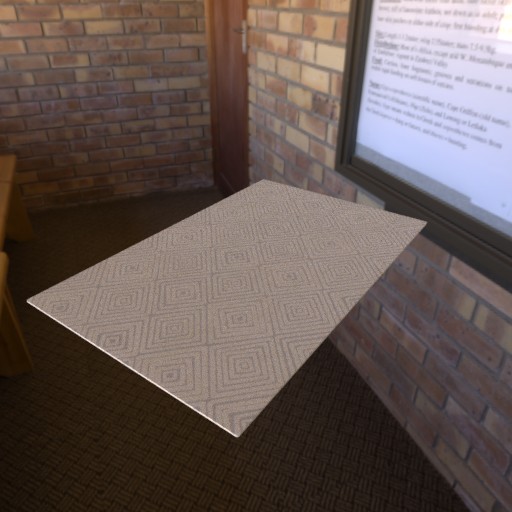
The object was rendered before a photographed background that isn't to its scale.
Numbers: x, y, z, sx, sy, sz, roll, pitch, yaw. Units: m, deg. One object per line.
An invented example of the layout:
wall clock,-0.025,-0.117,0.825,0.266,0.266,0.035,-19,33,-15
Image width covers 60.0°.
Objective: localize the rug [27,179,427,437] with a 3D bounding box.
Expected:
rug,0.000,0.000,2.207,1.143,0.008,1.753,20,36,30
